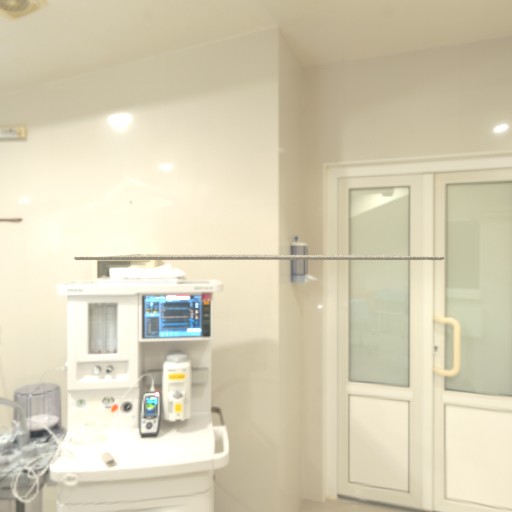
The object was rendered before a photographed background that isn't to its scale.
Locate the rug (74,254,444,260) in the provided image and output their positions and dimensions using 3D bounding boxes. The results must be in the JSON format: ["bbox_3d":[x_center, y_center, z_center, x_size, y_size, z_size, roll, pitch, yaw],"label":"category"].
[{"bbox_3d":[0.000,0.000,2.280,1.162,0.022,1.804,0,0,-1],"label":"rug"}]
